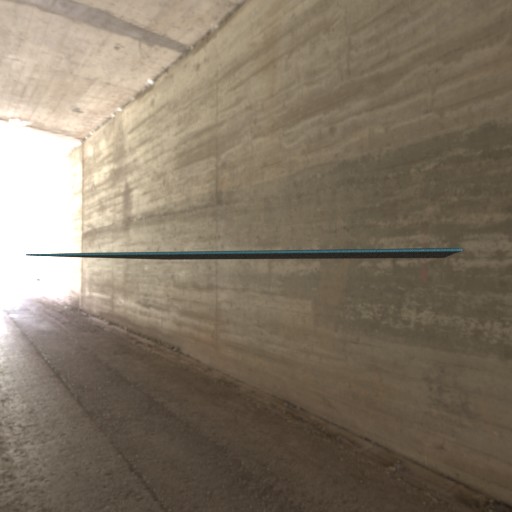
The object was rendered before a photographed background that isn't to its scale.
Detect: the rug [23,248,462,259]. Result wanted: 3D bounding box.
[{"bbox_3d":[0.000,0.000,2.272,1.833,0.012,1.211,0,-1,21],"label":"rug"}]
